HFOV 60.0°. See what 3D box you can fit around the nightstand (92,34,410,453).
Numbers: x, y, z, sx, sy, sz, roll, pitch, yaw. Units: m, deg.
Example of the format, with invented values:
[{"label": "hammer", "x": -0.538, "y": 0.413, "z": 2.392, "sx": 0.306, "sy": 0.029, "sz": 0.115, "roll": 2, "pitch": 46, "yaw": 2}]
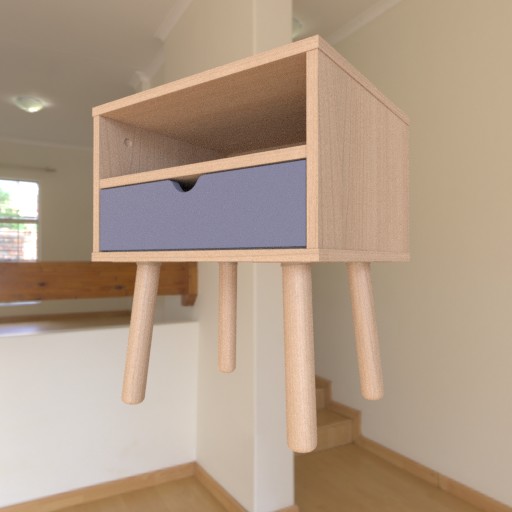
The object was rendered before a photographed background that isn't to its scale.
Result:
[{"label": "nightstand", "x": 0.000, "y": 0.000, "z": 0.818, "sx": 0.450, "sy": 0.530, "sz": 0.380, "roll": 0, "pitch": -1, "yaw": 35}]
